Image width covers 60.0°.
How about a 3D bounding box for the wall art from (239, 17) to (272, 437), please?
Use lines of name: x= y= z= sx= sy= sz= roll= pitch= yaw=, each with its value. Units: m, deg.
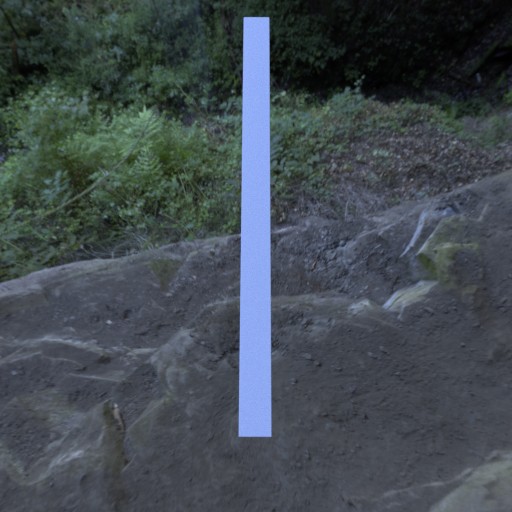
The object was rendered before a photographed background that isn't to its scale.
wall art: x=0.000 y=0.000 z=0.457 sx=0.020 sy=0.307 sz=0.307 roll=0 pitch=76 yaw=0
